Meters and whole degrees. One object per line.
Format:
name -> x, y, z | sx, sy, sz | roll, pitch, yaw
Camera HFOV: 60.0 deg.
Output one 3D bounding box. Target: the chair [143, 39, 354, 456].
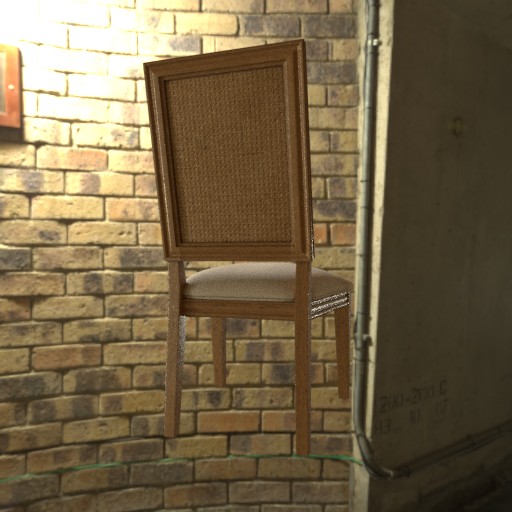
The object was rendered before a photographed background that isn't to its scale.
chair -> 0.000, 0.000, 1.346 | 0.536, 0.988, 0.601 | 0, 0, 17
